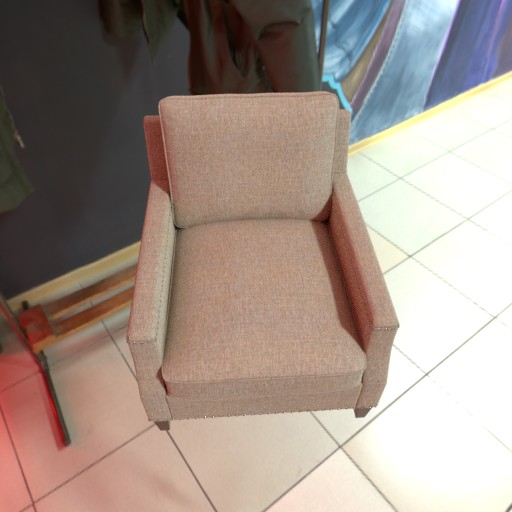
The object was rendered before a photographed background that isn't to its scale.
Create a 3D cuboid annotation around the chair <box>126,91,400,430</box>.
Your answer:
[{"bbox_3d":[0.000,0.000,1.708,0.853,0.943,1.014,-3,46,-3],"label":"chair"}]
